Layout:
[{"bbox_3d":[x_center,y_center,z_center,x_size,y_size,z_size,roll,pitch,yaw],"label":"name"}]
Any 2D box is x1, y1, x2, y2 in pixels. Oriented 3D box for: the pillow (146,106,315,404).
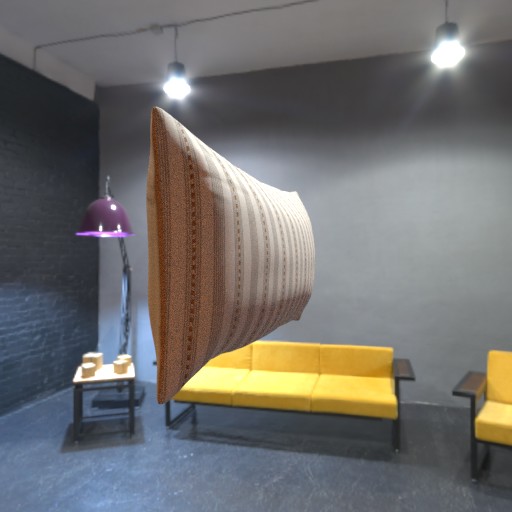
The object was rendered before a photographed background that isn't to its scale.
[{"bbox_3d":[0.000,0.000,0.718,0.151,0.291,0.608,0,0,18],"label":"pillow"}]
